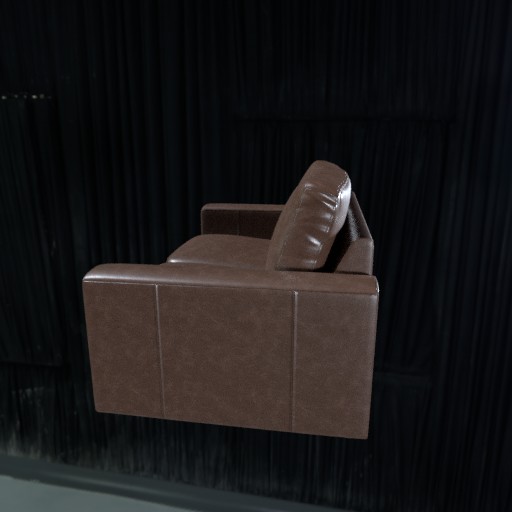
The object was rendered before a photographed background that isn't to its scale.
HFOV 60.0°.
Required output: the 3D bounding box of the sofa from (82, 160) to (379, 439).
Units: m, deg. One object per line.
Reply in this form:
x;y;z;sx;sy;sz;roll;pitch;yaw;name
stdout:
0.000;0.000;2.209;1.016;0.873;1.616;2;16;9;sofa
